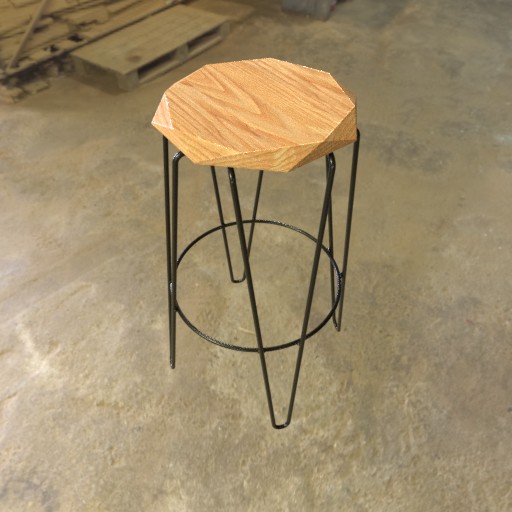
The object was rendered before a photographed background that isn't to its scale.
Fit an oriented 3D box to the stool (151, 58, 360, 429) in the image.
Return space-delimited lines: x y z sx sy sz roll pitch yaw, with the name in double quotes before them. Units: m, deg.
"stool" 0.000 0.000 0.806 0.326 0.610 0.326 24 51 21
